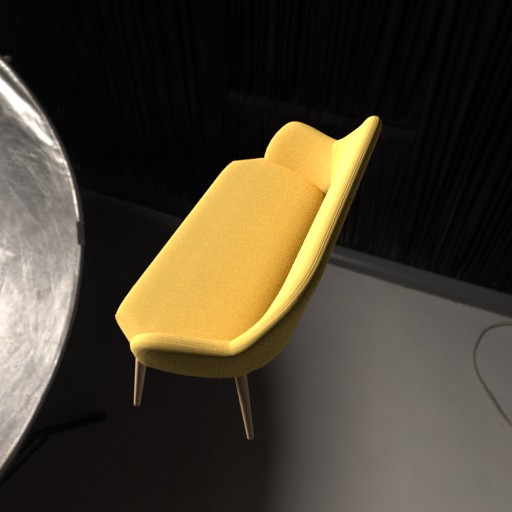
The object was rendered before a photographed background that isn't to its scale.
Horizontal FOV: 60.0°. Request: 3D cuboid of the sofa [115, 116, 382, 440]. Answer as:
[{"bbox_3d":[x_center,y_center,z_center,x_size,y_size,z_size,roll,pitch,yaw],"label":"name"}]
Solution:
[{"bbox_3d":[0.000,0.000,1.608,0.610,0.840,1.150,17,49,15],"label":"sofa"}]
